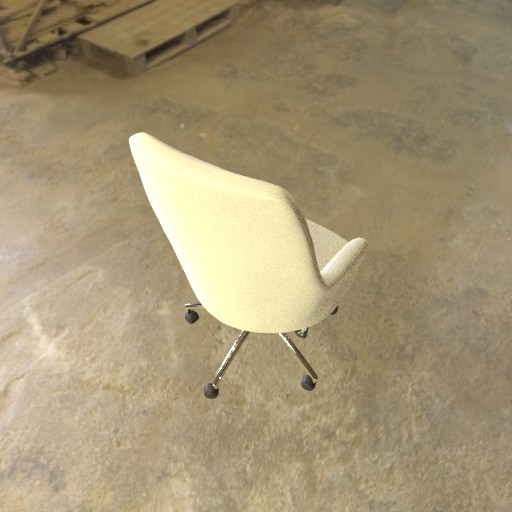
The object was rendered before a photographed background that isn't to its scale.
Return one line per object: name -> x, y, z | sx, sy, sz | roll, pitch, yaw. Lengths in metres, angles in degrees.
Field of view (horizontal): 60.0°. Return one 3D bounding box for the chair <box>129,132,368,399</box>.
chair -> 0.000, 0.000, 1.452 | 0.620, 1.049, 0.640 | 25, 53, 21
